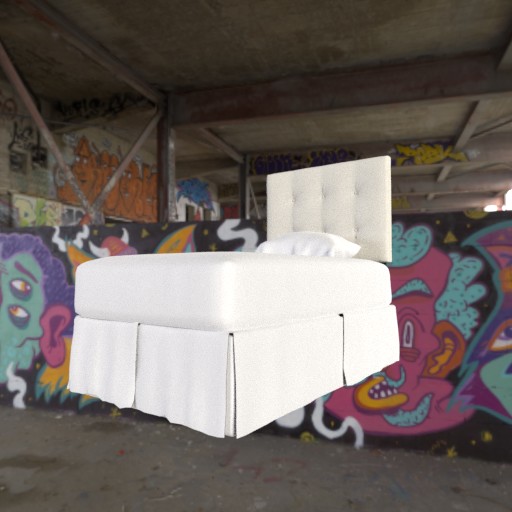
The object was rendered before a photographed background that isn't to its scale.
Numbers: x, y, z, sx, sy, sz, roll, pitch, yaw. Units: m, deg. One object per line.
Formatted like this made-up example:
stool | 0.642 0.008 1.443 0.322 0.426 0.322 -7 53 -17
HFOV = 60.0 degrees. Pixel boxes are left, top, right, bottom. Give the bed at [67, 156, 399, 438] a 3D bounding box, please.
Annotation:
bed | 0.000 0.000 2.941 1.261 1.571 1.997 -2 -3 37
